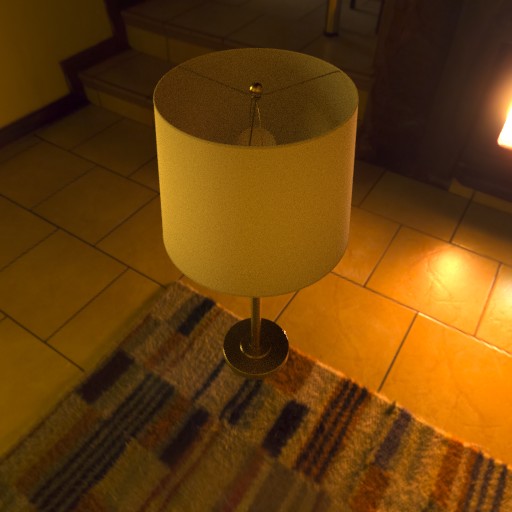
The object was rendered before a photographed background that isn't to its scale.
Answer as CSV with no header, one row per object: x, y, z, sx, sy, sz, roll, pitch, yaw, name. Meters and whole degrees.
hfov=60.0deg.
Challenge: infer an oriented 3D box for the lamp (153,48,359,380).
0.000,0.000,0.862,0.333,0.696,0.333,0,47,0,lamp
